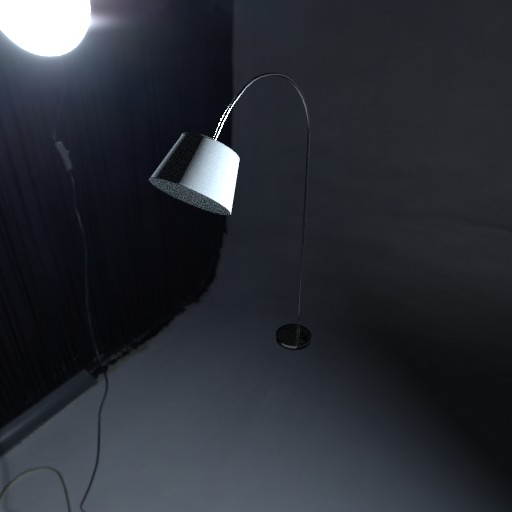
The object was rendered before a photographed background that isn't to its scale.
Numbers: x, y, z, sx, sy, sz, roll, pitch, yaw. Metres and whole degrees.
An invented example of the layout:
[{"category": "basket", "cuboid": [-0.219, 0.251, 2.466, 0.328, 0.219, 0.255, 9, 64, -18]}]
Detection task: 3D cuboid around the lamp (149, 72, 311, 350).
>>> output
[{"category": "lamp", "cuboid": [0.000, 0.000, 2.757, 0.406, 2.098, 1.445, 17, 33, 28]}]
